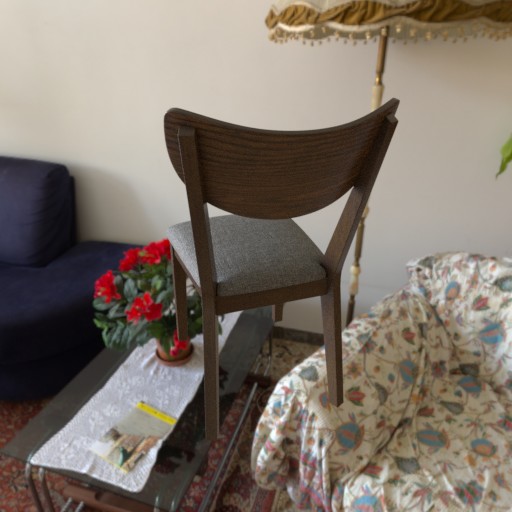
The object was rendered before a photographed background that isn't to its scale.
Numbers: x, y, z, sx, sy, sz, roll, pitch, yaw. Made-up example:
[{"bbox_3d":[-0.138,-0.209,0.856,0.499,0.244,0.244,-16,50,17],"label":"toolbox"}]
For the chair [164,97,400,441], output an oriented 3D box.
[{"bbox_3d":[0.000,0.000,1.212,0.491,0.849,0.583,-9,27,-17],"label":"chair"}]
